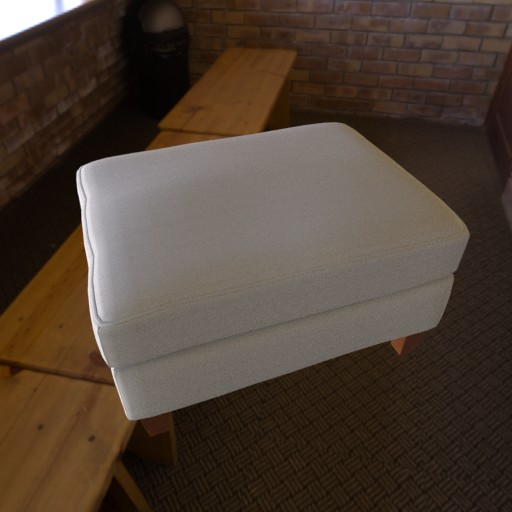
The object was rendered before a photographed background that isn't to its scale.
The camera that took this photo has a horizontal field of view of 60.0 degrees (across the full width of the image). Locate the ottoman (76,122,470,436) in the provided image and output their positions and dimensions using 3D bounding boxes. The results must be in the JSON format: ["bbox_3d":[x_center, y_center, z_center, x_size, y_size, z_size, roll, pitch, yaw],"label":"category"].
[{"bbox_3d":[0.000,0.000,1.197,0.818,0.496,0.634,-13,42,-15],"label":"ottoman"}]
